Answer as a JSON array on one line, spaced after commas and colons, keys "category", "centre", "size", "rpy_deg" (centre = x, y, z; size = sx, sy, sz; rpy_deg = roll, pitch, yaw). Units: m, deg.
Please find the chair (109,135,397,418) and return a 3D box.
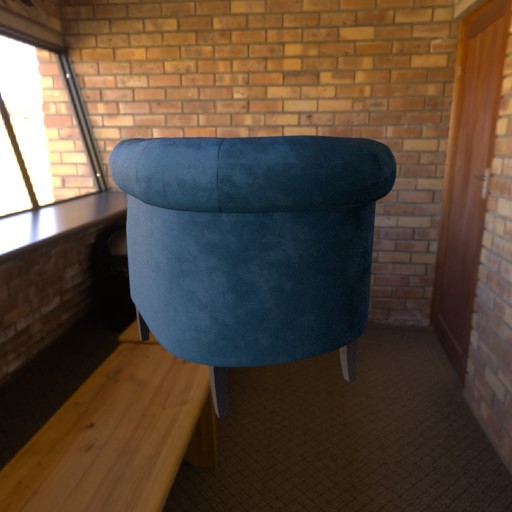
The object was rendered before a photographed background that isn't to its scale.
[{"category": "chair", "centre": [0.000, 0.000, 1.589], "size": [0.904, 0.826, 0.851], "rpy_deg": [-7, 16, -25]}]
